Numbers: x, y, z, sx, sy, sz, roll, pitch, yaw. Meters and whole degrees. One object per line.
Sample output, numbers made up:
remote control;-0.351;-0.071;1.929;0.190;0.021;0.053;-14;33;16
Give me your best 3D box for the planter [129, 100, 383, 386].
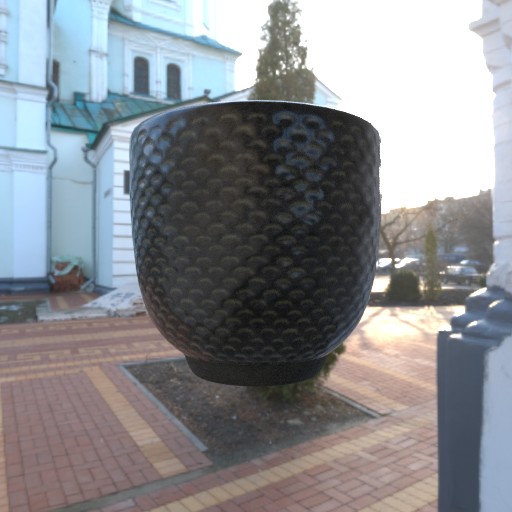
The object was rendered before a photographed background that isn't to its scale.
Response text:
planter;0.000;0.000;0.312;0.172;0.160;0.172;0;-1;0
